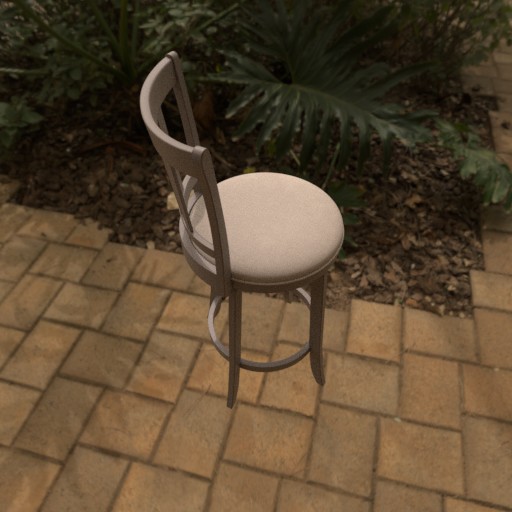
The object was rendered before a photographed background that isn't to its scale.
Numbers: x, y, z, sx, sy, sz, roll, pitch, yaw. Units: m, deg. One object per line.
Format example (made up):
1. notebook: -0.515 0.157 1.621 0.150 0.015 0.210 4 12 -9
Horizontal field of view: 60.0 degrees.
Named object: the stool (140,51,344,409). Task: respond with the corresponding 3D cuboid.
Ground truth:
1. stool: 0.000 0.000 1.280 0.475 1.023 0.436 -11 48 -10
